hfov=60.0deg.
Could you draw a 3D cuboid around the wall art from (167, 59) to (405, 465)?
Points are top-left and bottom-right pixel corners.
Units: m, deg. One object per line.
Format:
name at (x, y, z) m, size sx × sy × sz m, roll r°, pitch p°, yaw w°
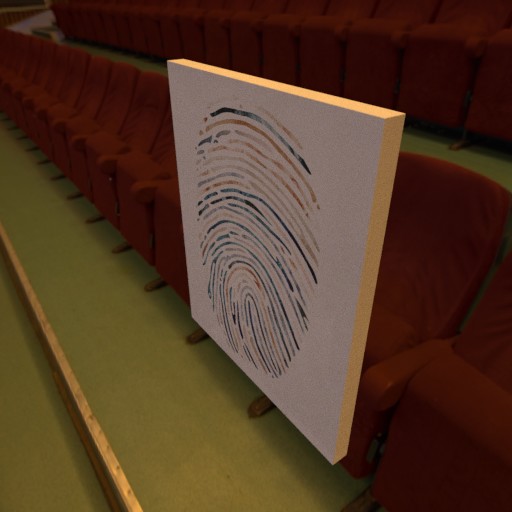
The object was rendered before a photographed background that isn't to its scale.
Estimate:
wall art at (0.000, 0.000, 0.809) m, size 0.037 × 0.606 × 0.508 m, roll -21°, pitch 37°, yaw -30°
